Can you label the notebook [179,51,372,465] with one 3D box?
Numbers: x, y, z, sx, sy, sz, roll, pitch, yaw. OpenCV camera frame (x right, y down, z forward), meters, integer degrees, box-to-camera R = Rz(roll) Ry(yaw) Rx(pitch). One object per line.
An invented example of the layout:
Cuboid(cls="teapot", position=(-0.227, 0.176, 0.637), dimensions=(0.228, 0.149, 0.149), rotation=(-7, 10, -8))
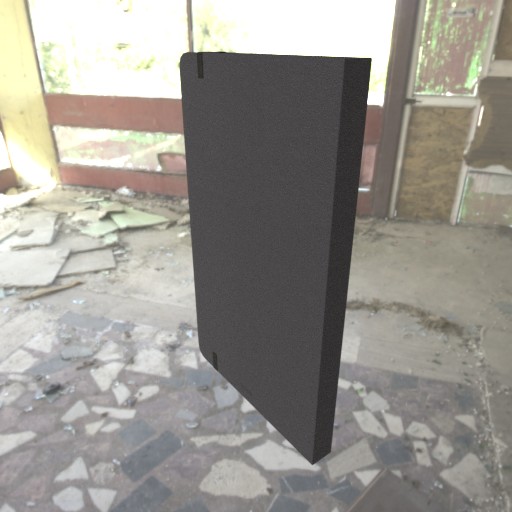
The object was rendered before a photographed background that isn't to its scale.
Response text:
Cuboid(cls="notebook", position=(0.000, 0.000, 0.256), dimensions=(0.016, 0.213, 0.127), rotation=(-18, 31, -33))
